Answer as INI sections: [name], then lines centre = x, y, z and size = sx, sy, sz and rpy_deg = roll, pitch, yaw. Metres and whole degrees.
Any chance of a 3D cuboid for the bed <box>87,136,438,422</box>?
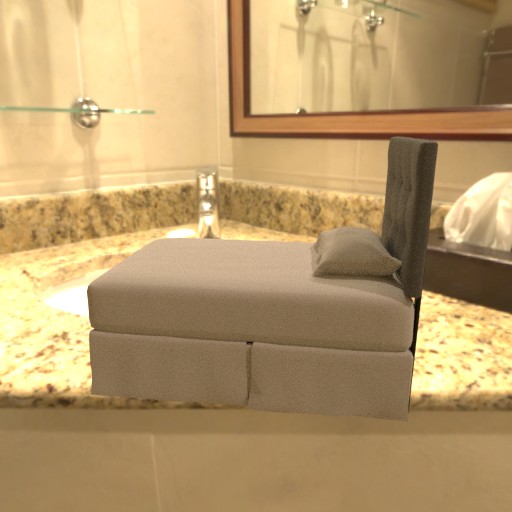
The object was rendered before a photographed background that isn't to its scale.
[bed]
centre = 0.000, 0.000, 3.039
size = 1.997, 1.571, 1.261
rpy_deg = 2, 16, 8
